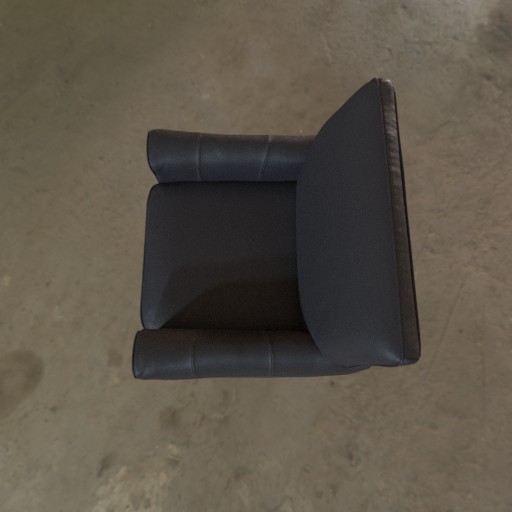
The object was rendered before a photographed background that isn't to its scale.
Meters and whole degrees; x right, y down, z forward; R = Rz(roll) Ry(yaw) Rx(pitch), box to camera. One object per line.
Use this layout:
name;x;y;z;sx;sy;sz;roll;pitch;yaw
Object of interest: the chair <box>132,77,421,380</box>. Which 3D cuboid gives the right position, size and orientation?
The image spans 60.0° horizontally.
chair;0.000;0.000;1.620;0.825;0.943;0.870;0;74;0
